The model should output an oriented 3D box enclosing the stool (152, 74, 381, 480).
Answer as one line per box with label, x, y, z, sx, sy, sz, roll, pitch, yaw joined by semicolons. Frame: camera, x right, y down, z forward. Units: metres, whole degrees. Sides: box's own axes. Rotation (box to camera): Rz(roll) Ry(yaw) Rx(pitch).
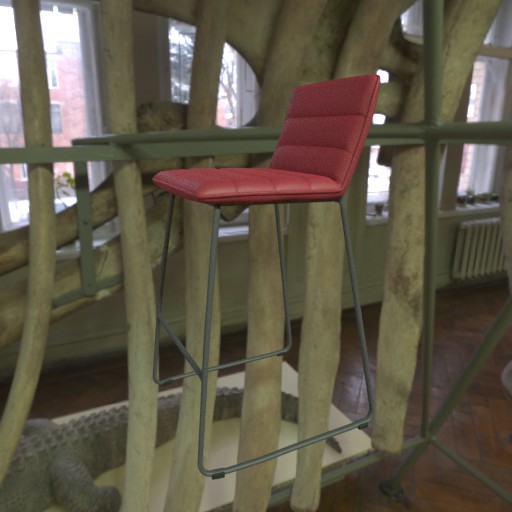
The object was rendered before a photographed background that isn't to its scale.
stool;0.000;0.000;1.232;0.524;0.937;0.489;-8;17;-25
